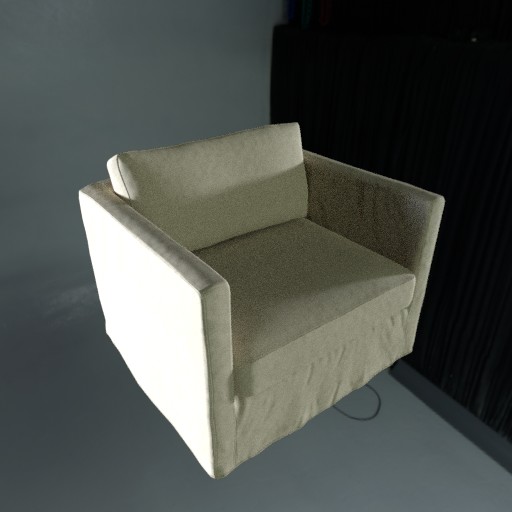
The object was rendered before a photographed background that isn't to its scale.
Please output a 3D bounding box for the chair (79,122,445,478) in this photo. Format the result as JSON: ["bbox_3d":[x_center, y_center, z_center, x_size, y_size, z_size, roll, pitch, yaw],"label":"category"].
[{"bbox_3d":[0.000,0.000,1.763,1.057,0.867,0.949,-20,35,-32],"label":"chair"}]
